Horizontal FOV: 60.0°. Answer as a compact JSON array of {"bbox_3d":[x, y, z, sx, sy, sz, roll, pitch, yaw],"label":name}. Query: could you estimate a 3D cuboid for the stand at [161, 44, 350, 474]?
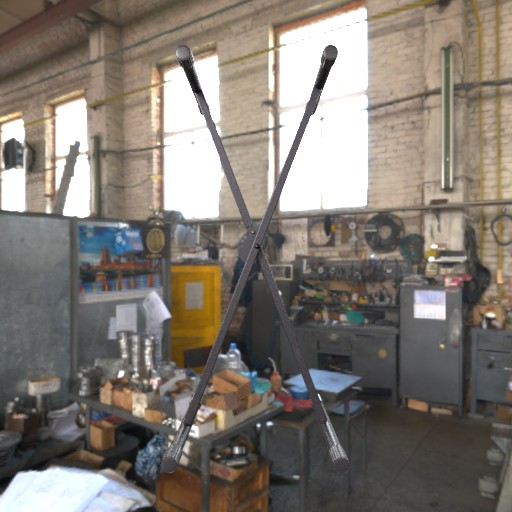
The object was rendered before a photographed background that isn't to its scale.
[{"bbox_3d":[0.000,0.000,1.181,0.409,0.940,0.449,0,0,0],"label":"stand"}]
